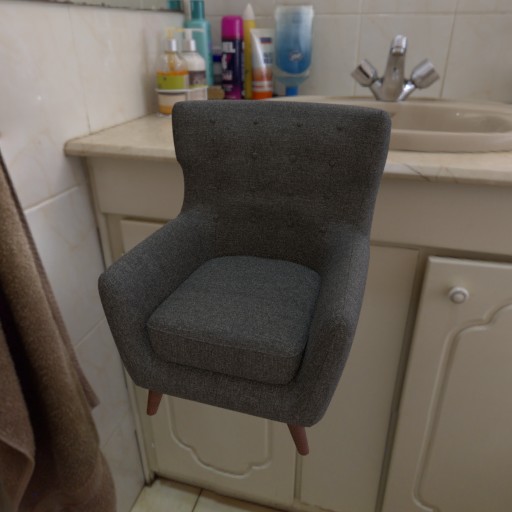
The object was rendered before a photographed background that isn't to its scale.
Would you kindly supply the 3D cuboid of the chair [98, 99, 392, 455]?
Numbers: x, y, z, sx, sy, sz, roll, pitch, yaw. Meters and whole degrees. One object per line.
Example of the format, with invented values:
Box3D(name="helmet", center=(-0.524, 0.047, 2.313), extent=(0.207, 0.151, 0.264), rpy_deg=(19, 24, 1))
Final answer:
Box3D(name="chair", center=(0.000, 0.000, 1.729), extent=(0.878, 1.063, 0.904), rpy_deg=(8, 27, 16))
